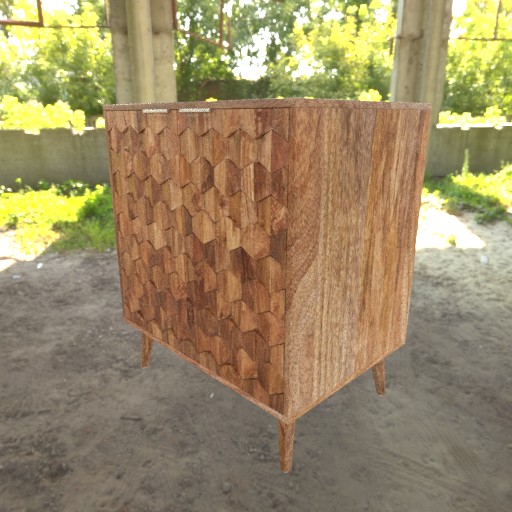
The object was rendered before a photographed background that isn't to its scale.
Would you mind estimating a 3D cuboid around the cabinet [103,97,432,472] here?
[{"bbox_3d":[0.000,0.000,1.170,0.473,0.758,0.647,-16,24,-42],"label":"cabinet"}]
